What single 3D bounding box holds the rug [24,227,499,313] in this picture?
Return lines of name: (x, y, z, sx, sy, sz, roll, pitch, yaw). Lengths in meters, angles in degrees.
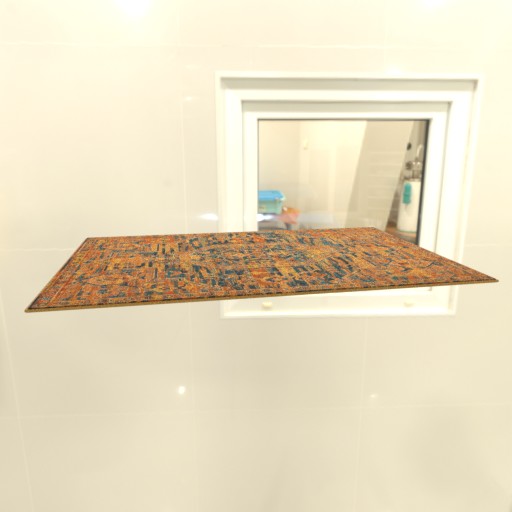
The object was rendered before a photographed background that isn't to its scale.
rug: (0.000, 0.000, 1.053, 0.863, 0.008, 0.557, -3, 15, -10)
